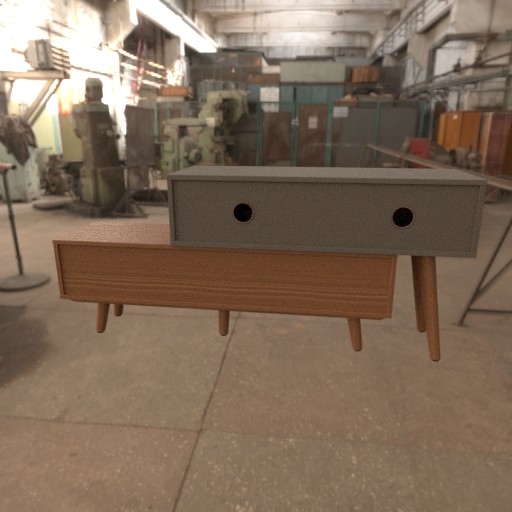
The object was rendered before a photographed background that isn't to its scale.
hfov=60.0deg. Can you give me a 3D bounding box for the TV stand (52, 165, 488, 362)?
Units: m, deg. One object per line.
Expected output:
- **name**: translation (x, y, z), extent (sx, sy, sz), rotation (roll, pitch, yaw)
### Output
- **TV stand**: translation (0.000, 0.000, 1.551), extent (1.336, 0.591, 0.329), rotation (2, 17, 8)
